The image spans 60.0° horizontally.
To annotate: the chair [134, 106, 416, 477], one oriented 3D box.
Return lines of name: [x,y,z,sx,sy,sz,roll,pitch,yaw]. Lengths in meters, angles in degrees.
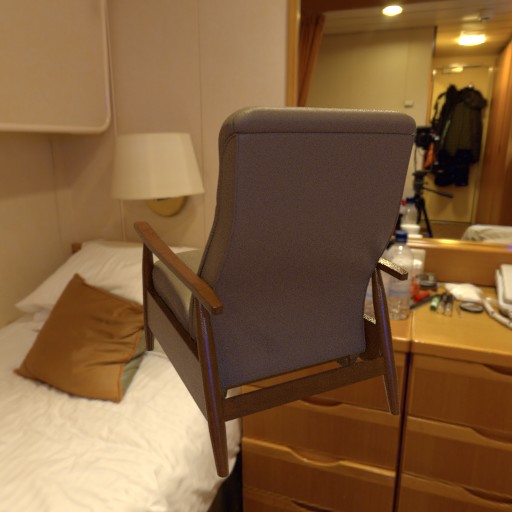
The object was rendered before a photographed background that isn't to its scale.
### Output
chair: [0.000,0.000,1.789,0.762,1.082,1.014,-7,16,-26]
